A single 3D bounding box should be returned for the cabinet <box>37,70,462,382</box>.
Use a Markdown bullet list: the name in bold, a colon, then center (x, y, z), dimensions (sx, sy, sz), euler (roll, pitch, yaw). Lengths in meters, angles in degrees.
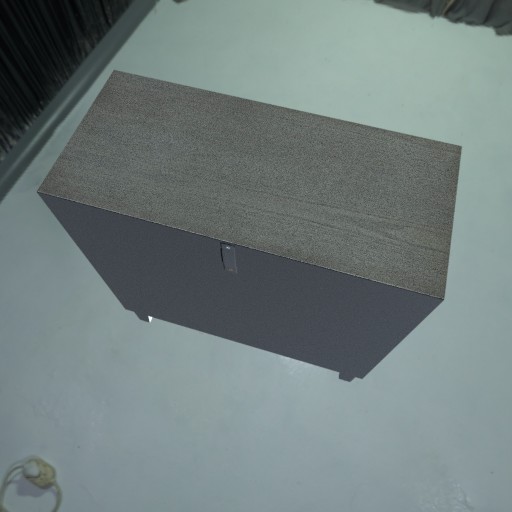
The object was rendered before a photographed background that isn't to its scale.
- **cabinet**: center (0.000, 0.000, 1.238), dimensions (0.781, 0.787, 0.370), euler (15, 64, 7)
